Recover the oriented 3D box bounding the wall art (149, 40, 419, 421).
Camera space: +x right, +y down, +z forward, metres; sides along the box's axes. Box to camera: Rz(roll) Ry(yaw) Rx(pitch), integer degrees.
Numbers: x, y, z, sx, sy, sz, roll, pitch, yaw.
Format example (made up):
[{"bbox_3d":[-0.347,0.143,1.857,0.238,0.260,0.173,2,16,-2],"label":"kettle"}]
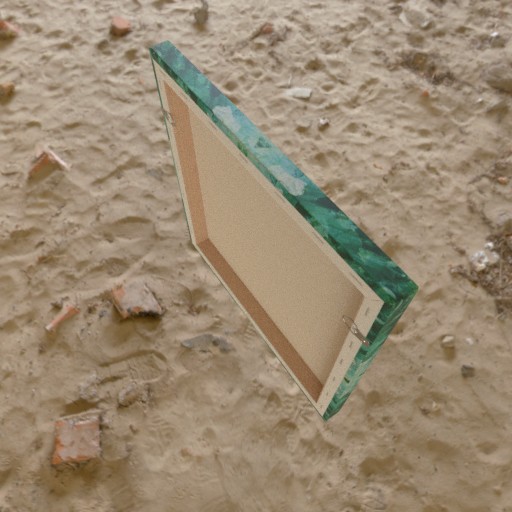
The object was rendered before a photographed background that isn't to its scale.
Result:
[{"bbox_3d":[0.000,0.000,0.751,0.038,0.508,0.507,-30,62,-18],"label":"wall art"}]
